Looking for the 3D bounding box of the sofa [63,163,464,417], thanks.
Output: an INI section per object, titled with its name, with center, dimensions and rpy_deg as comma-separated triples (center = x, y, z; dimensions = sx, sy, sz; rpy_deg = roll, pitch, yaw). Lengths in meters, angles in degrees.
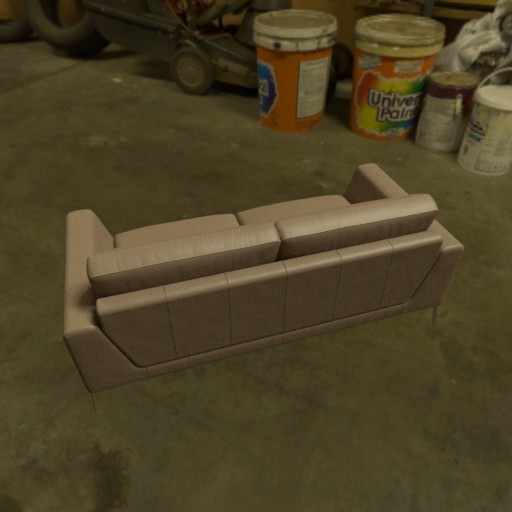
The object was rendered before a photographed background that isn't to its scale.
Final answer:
[sofa]
center = 0.000, 0.000, 2.529
dimensions = 2.017, 0.875, 0.953
rpy_deg = -11, 41, -13
